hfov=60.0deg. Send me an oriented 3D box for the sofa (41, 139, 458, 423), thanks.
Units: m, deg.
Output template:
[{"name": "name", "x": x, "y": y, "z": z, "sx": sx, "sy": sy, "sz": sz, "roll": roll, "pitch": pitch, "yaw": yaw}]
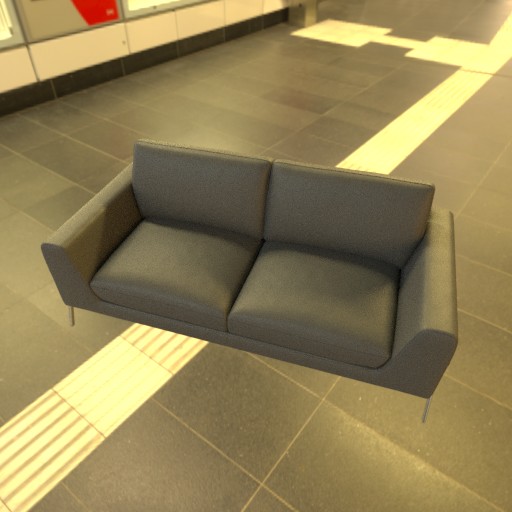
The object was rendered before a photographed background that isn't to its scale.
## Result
[{"name": "sofa", "x": 0.000, "y": 0.000, "z": 2.440, "sx": 2.017, "sy": 0.875, "sz": 0.953, "roll": 12, "pitch": 41, "yaw": 14}]
